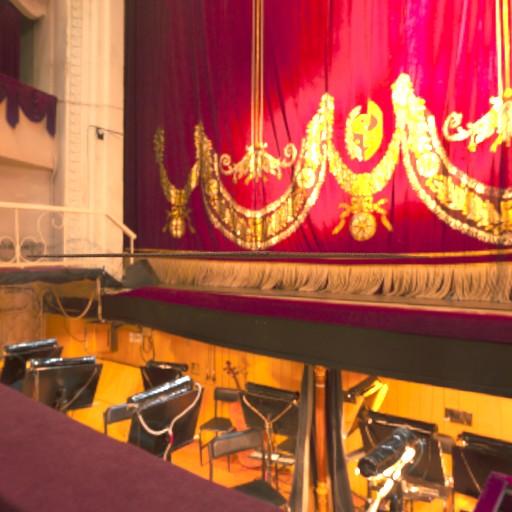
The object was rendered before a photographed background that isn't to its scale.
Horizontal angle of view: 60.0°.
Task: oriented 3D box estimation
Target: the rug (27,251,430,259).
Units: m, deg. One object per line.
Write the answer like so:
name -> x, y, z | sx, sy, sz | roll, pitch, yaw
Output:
rug -> 0.000, 0.000, 5.049 | 2.873, 0.053, 3.778 | 0, -1, 36
